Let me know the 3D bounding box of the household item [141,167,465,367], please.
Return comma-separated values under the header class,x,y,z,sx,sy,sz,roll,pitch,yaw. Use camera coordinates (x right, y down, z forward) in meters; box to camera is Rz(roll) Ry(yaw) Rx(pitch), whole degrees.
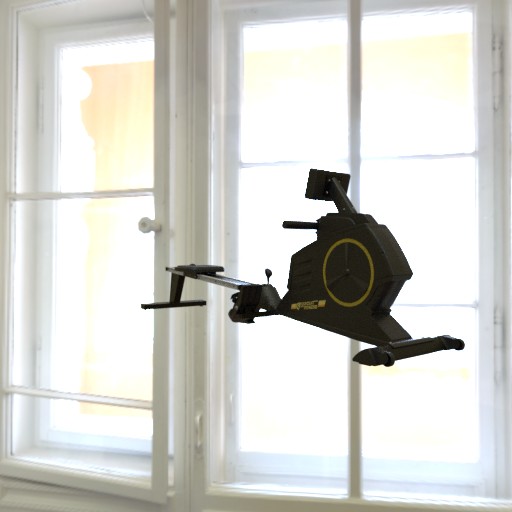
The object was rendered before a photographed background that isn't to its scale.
class,x,y,z,sx,sy,sz,roll,pitch,yaw
household item,0.000,0.000,2.568,0.521,0.810,2.251,0,0,-36
